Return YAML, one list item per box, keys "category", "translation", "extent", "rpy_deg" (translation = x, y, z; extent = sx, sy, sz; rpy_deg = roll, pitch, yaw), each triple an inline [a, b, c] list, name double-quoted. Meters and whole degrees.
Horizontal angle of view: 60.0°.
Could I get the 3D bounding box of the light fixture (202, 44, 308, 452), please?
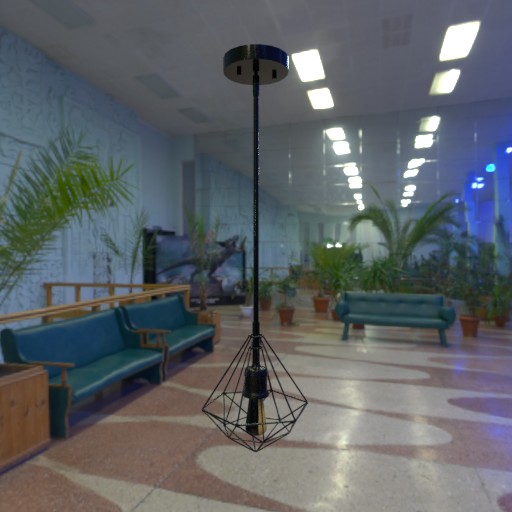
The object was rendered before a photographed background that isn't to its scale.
- category: "light fixture"
  translation: [0.000, 0.000, 1.993]
  extent: [0.431, 1.764, 0.487]
  rpy_deg: [0, 0, 19]
